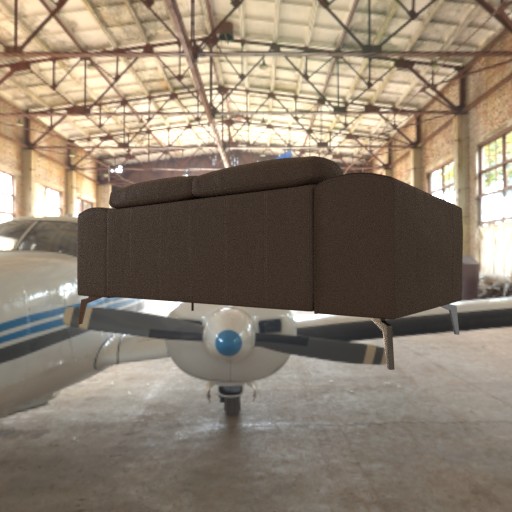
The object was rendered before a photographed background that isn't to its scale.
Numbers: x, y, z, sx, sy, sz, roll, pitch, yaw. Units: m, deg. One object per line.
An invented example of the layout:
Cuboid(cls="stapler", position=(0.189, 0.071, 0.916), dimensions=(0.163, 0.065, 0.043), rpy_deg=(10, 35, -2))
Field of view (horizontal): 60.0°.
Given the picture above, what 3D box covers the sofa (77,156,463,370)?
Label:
Cuboid(cls="sofa", position=(0.000, 0.000, 2.392), dimensions=(1.895, 0.779, 1.003), rpy_deg=(-1, -1, 37))
